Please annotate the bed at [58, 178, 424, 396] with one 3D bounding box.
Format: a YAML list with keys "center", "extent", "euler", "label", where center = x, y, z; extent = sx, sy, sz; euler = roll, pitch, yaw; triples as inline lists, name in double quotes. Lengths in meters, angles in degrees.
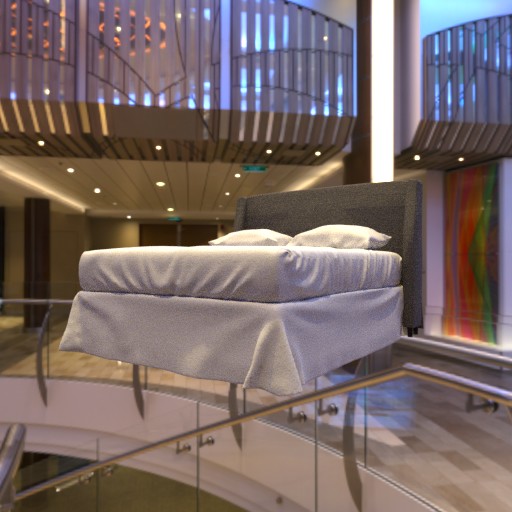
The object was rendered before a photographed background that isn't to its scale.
- center: [0.000, 0.000, 3.420]
  extent: [1.925, 1.332, 2.276]
  euler: [0, -1, 35]
  label: "bed"
